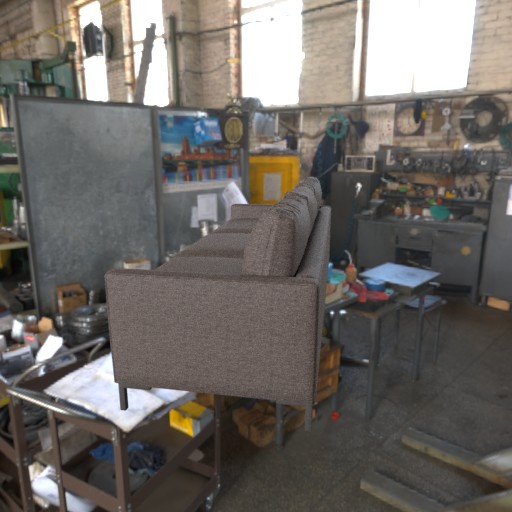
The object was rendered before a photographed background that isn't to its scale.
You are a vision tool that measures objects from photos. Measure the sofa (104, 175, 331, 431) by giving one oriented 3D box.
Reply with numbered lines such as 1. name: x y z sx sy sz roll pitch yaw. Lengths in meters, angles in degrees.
1. sofa: 0.000 0.000 2.782 0.876 0.882 2.253 3 14 10
